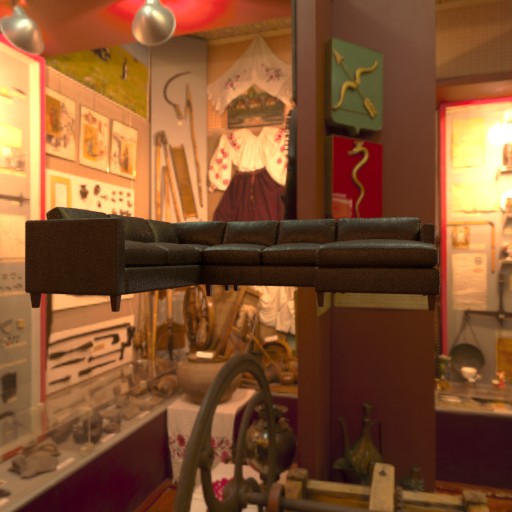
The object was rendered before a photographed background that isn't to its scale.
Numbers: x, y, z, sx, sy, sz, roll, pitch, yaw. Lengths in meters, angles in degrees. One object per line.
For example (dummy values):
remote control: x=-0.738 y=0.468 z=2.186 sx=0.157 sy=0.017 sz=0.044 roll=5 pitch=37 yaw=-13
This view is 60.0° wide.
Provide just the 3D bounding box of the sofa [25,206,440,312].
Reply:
sofa: x=0.000 y=0.000 z=4.379 sx=3.324 sy=0.891 sz=2.452 roll=0 pitch=0 yaw=19
